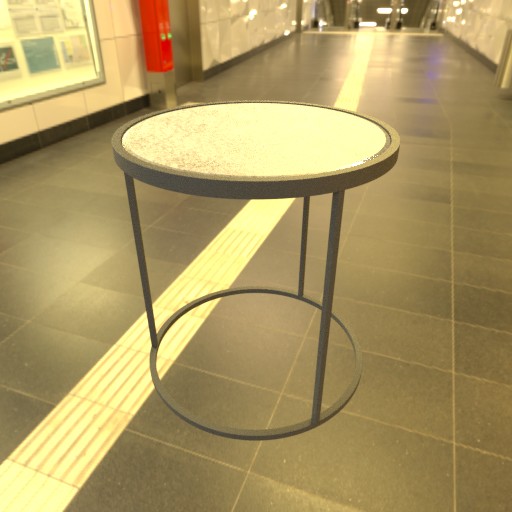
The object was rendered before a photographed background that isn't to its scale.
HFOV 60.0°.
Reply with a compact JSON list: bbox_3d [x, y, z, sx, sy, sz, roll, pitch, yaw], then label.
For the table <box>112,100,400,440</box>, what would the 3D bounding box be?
[{"bbox_3d":[0.000,0.000,0.876,0.470,0.498,0.470,0,31,0],"label":"table"}]
